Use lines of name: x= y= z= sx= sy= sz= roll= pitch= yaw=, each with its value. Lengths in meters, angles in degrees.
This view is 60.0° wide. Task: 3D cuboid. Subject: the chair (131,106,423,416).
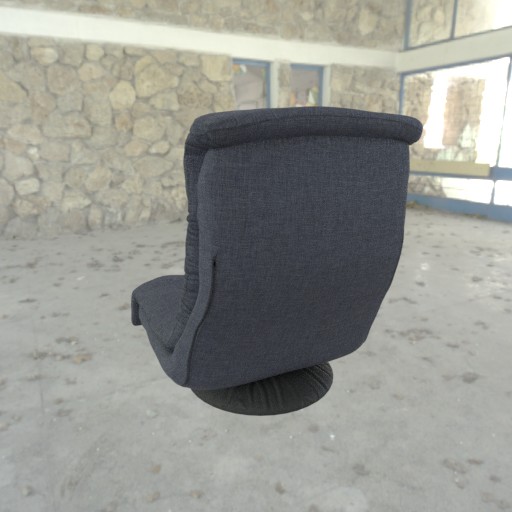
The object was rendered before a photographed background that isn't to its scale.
chair: x=0.000 y=0.000 z=1.231 sx=0.597 sy=0.749 sz=0.668 roll=-7 pitch=16 yaw=-26
